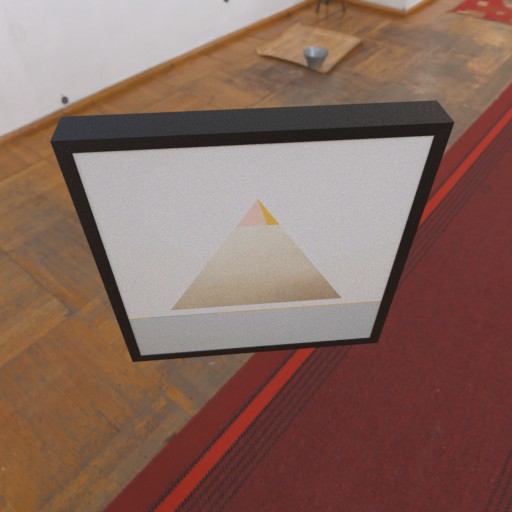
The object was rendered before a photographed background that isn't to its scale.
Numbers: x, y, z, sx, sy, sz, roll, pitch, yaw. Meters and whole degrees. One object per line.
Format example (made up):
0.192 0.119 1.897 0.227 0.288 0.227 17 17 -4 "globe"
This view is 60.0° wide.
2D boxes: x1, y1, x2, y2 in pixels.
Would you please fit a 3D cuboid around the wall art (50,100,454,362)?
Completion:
0.000 0.000 0.452 0.304 0.303 0.037 -4 46 -4 "wall art"
